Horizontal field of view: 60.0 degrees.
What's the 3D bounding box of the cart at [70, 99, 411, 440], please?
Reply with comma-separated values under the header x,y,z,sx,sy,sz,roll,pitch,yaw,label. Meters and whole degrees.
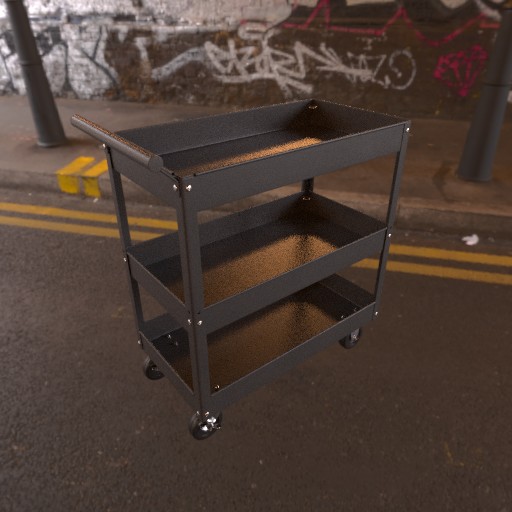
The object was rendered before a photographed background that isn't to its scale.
x,y,z,sx,sy,sz,roll,pitch,yaw,label
0.000,0.000,1.202,0.719,0.780,0.366,-22,37,-32,cart
